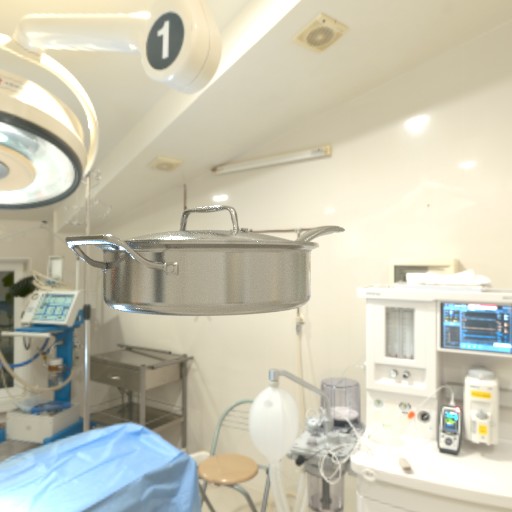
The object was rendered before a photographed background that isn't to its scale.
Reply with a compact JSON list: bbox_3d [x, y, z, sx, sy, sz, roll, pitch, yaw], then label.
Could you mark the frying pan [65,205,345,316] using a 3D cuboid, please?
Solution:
[{"bbox_3d":[0.000,0.000,0.573,0.245,0.111,0.492,0,0,36],"label":"frying pan"}]
